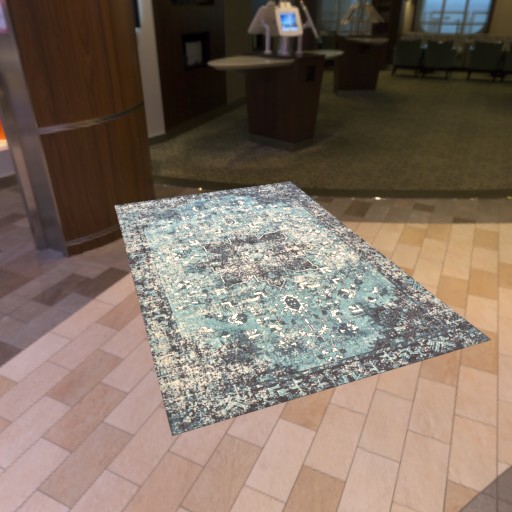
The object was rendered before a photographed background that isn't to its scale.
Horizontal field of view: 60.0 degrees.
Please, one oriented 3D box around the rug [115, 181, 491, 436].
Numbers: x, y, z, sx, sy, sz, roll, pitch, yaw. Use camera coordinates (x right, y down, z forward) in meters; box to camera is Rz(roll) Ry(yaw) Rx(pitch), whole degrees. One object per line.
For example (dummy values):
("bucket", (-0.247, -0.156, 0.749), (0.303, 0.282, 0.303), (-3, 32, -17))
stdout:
("rug", (0.000, 0.000, 2.238), (1.219, 0.005, 1.828), (-11, 31, -18))
